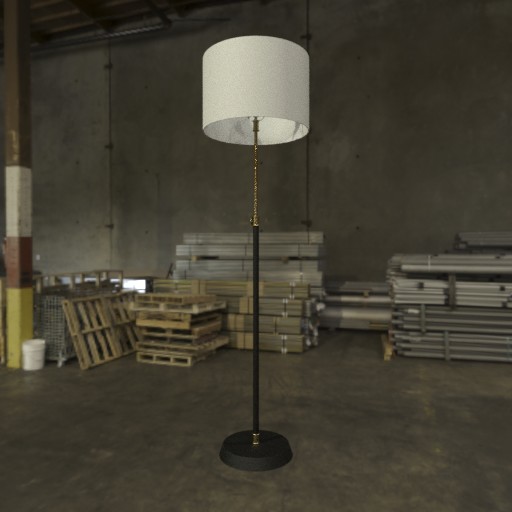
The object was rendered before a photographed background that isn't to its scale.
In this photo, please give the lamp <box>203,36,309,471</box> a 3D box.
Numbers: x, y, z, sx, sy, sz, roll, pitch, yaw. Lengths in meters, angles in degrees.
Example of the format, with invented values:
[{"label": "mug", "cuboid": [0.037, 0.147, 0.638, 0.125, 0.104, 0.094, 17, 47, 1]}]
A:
[{"label": "lamp", "cuboid": [0.000, 0.000, 1.698, 0.404, 1.517, 0.404, 0, 0, 17]}]
